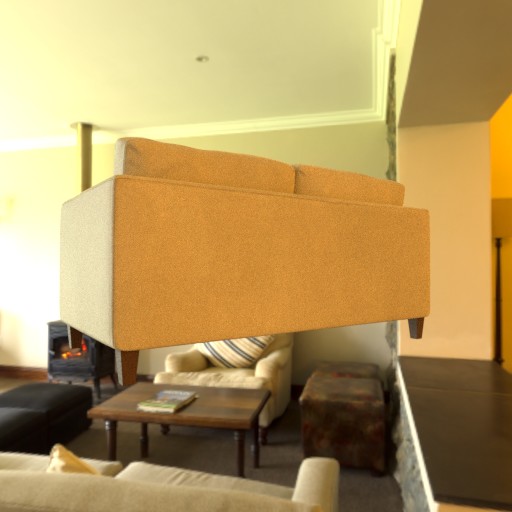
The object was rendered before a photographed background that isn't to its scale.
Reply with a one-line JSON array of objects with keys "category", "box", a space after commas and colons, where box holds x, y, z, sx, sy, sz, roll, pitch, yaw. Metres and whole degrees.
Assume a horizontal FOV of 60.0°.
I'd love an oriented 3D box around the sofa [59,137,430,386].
[{"category": "sofa", "box": [0.000, 0.000, 2.415, 1.846, 0.940, 0.950, 1, -1, -35]}]
